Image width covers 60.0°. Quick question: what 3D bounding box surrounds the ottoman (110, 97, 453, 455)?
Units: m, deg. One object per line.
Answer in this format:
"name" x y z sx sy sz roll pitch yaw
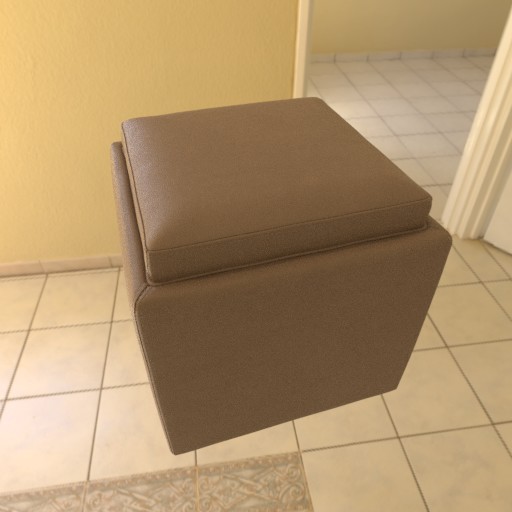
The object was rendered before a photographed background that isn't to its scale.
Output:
"ottoman" 0.000 0.000 0.813 0.451 0.460 0.450 -12 42 -13
